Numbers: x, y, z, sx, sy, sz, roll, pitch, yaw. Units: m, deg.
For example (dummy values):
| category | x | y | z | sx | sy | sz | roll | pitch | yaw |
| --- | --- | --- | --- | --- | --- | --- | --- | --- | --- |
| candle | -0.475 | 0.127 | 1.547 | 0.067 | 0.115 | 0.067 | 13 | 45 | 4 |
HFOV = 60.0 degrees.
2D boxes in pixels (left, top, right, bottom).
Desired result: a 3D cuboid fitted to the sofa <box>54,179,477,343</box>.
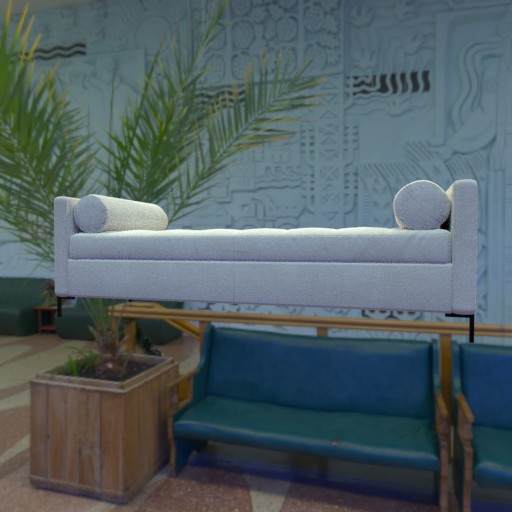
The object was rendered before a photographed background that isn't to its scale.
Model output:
| category | x | y | z | sx | sy | sz | roll | pitch | yaw |
| --- | --- | --- | --- | --- | --- | --- | --- | --- | --- |
| sofa | 0.000 | 0.000 | 2.302 | 1.981 | 0.635 | 0.686 | 0 | 1 | 18 |
